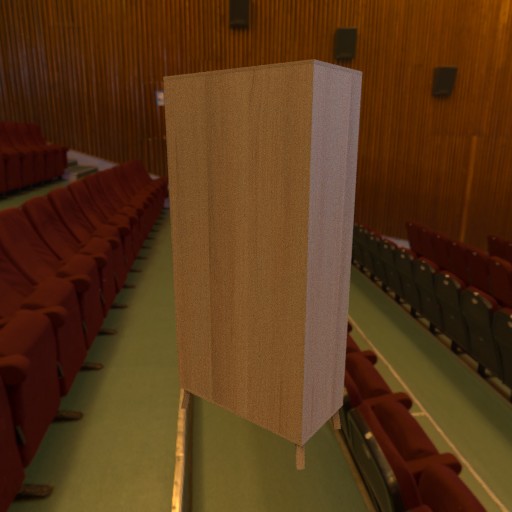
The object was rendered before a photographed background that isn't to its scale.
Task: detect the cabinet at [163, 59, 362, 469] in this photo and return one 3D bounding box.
[{"bbox_3d":[0.000,0.000,2.615,0.969,1.957,1.272,-2,15,-7],"label":"cabinet"}]
